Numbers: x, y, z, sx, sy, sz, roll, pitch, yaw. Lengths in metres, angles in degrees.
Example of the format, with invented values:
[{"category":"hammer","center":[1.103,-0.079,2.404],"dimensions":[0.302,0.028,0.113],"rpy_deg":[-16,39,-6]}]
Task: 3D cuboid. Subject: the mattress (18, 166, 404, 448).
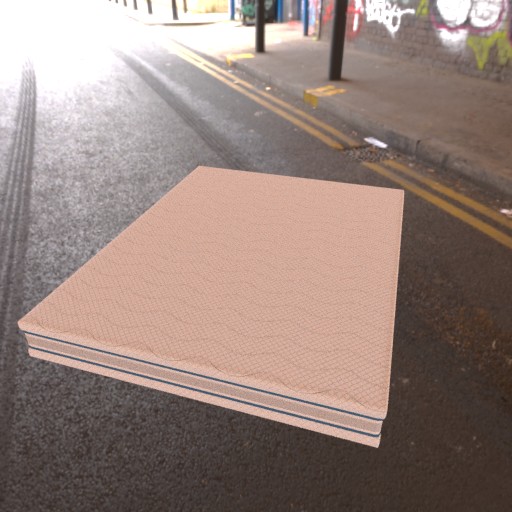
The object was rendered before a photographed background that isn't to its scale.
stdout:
[{"category":"mattress","center":[0.000,0.000,2.623],"dimensions":[1.600,0.230,2.000],"rpy_deg":[10,34,15]}]
